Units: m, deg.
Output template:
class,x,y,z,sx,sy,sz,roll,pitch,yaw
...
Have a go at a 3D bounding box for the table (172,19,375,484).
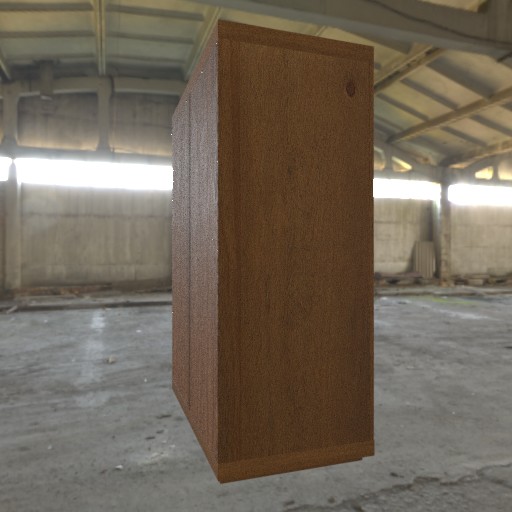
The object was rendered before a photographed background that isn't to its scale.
class,x,y,z,sx,sy,sz,roll,pitch,yaw
table,0.000,0.000,1.721,0.524,1.294,0.901,0,0,-19
